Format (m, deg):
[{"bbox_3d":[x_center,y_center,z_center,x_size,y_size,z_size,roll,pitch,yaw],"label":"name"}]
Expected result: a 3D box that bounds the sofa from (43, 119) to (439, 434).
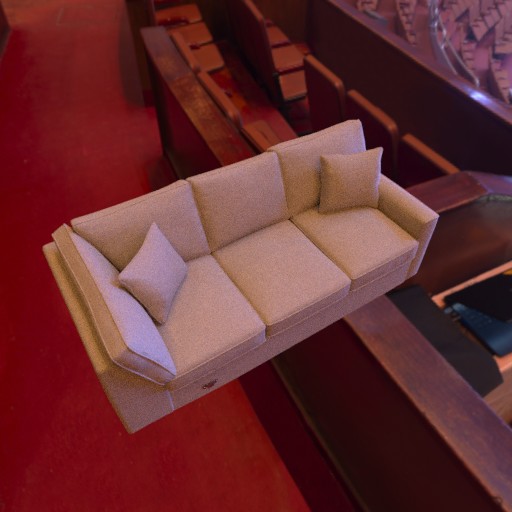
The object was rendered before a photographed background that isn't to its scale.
[{"bbox_3d":[0.000,0.000,2.907,2.317,0.962,1.061,-25,51,-22],"label":"sofa"}]
